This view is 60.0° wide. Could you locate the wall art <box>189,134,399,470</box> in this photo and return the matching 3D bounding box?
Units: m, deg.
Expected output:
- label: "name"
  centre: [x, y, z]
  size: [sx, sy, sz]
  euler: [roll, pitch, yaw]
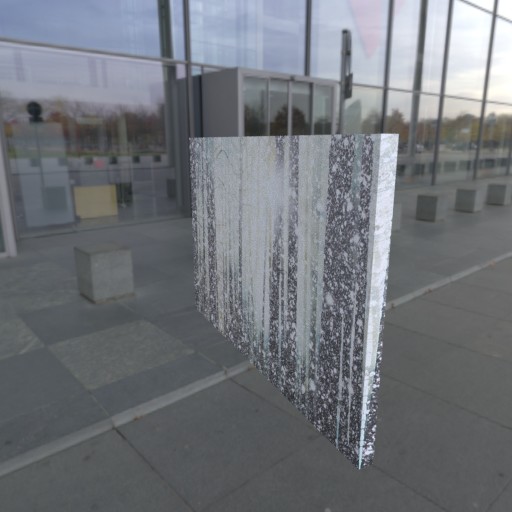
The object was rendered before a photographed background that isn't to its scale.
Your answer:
- label: "wall art"
  centre: [0.000, 0.000, 1.149]
  size: [0.038, 0.598, 0.919]
  euler: [-7, 16, -25]
